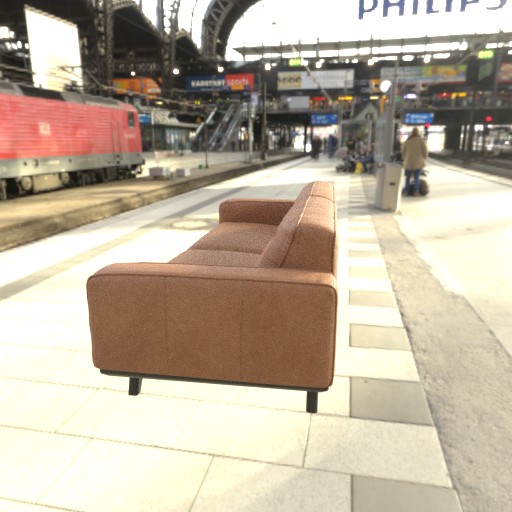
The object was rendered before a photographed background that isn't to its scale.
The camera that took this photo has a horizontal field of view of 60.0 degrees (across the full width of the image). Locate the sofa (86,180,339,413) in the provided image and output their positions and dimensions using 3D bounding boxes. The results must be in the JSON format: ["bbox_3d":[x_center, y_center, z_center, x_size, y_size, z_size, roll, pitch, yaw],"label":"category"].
[{"bbox_3d":[0.000,0.000,2.701,0.953,0.780,2.270,2,15,9],"label":"sofa"}]
